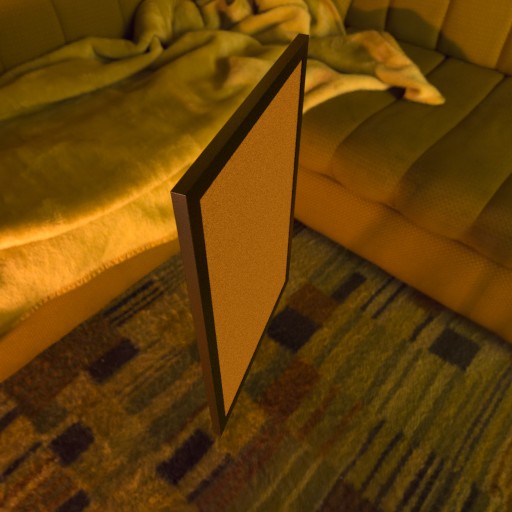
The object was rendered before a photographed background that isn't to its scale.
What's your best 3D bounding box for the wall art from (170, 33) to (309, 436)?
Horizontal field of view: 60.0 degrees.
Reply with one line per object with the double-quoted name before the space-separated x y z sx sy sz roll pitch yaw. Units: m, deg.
"wall art" 0.000 0.000 0.562 0.013 0.432 0.304 16 49 14
